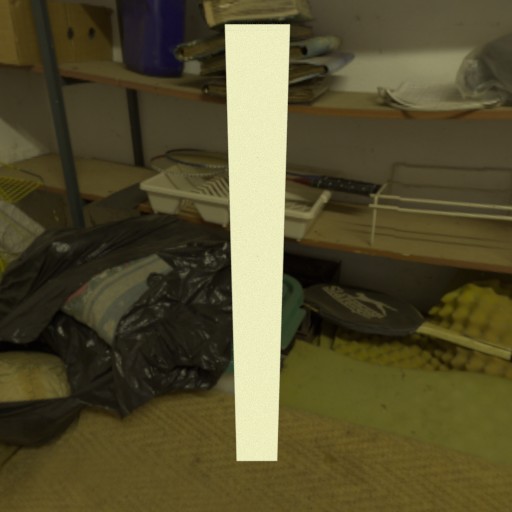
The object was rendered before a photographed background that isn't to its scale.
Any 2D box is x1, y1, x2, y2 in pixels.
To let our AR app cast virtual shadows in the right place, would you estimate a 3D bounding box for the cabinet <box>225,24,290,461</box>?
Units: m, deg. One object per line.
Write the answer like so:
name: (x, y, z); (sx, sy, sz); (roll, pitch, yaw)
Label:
cabinet: (0.000, 0.000, 1.935); (0.192, 1.770, 0.643); (0, 26, 0)
